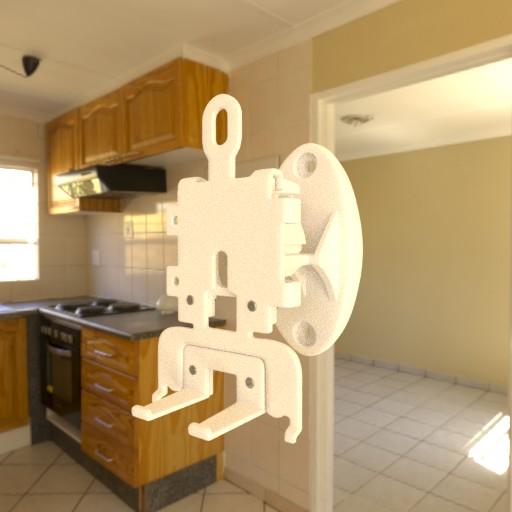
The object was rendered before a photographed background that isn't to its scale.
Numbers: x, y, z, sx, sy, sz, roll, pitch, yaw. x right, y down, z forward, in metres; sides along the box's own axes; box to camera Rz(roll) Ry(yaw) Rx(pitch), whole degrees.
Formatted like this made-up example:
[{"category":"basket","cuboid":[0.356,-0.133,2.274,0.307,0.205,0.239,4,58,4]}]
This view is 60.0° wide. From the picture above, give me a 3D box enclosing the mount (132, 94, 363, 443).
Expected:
[{"category":"mount","cuboid":[0.000,0.000,0.181,0.066,0.118,0.100,1,2,35]}]
